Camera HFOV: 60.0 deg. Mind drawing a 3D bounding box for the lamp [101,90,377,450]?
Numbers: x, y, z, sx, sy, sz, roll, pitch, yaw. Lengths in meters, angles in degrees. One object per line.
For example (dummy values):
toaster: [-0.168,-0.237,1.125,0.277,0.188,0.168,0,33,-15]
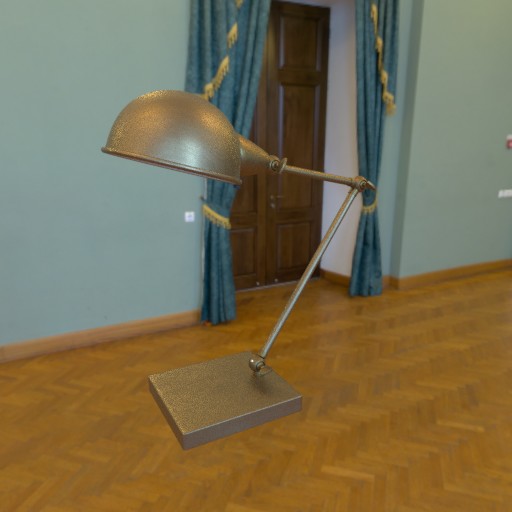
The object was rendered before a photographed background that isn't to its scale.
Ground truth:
lamp: [0.000,0.000,0.540,0.339,0.371,0.149,-8,17,-28]
